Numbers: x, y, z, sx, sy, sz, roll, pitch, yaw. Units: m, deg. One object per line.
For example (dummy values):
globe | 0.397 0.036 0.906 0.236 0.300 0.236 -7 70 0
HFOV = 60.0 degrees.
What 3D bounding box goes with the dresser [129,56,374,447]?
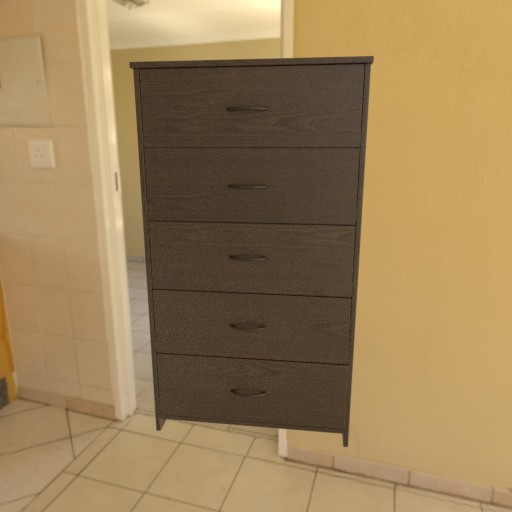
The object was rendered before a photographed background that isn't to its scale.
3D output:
dresser | 0.000 0.000 1.600 0.704 1.254 0.418 2 15 7
